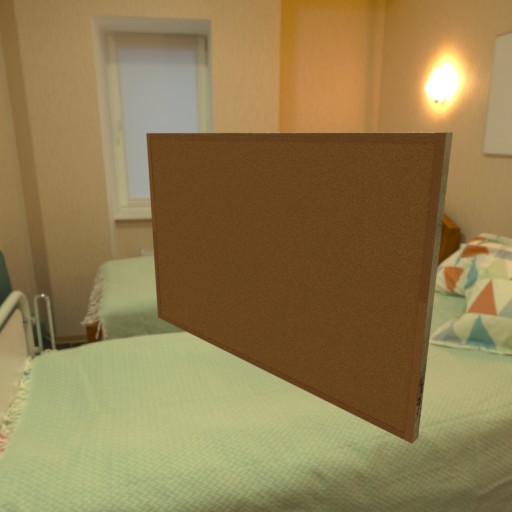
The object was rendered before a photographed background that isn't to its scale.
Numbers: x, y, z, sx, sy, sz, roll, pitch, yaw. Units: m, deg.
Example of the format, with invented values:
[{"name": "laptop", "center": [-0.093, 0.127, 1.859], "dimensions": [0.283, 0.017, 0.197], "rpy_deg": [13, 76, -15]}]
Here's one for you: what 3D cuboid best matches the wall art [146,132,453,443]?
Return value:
[{"name": "wall art", "center": [0.000, 0.000, 1.416], "dimensions": [1.141, 0.758, 0.035], "rpy_deg": [15, 21, 43]}]
